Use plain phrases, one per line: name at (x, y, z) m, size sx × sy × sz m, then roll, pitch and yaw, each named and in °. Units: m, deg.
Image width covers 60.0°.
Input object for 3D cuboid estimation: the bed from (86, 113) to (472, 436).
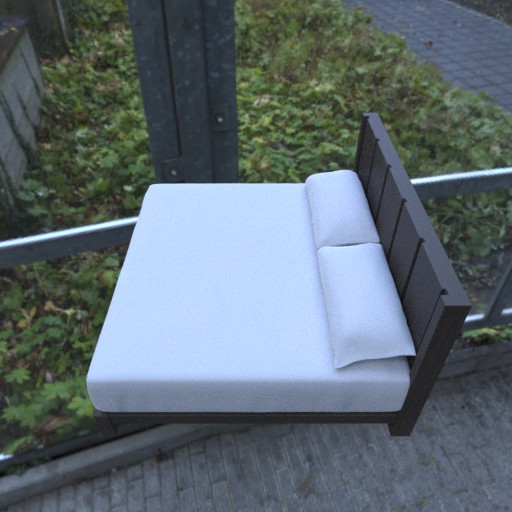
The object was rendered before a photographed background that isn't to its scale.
bed at (0.000, 0.000, 3.281) m, size 2.012 × 1.270 × 2.134 m, roll 0°, pitch 42°, yaw 0°
